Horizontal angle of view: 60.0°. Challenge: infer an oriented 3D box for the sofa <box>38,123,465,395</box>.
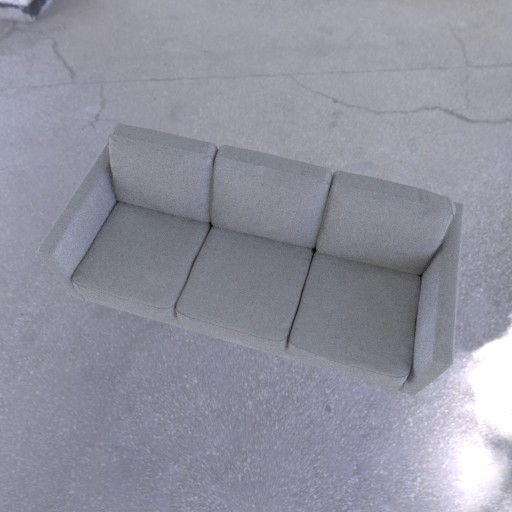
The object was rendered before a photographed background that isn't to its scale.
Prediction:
[{"bbox_3d":[0.000,0.000,2.424,1.983,0.918,0.944,14,60,9],"label":"sofa"}]
